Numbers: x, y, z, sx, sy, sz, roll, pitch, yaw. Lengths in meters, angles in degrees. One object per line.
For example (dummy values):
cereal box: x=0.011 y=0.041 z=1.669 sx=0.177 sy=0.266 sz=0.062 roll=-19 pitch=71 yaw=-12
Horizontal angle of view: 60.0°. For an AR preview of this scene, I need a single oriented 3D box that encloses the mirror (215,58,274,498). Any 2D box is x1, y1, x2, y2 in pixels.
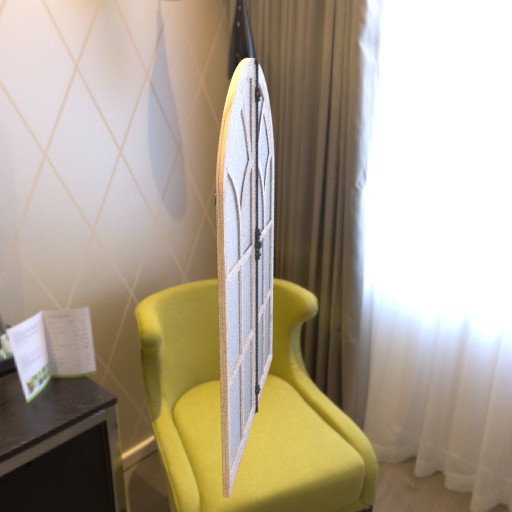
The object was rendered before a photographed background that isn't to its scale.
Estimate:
mirror: x=0.000 y=0.000 z=1.116 sx=0.032 sy=0.915 sz=0.609 roll=3 pitch=16 yaw=10
